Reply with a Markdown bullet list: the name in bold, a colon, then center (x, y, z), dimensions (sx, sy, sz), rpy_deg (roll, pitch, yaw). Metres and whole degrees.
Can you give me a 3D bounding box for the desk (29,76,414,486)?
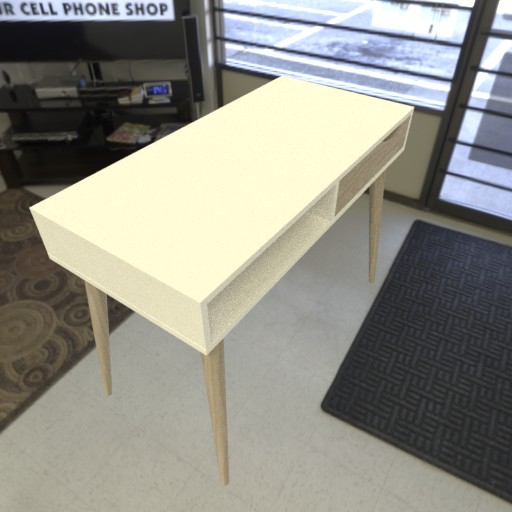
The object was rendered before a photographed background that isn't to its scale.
- **desk**: center (0.000, 0.000, 1.363), dimensions (0.491, 0.723, 0.979), rpy_deg (25, 47, 26)
